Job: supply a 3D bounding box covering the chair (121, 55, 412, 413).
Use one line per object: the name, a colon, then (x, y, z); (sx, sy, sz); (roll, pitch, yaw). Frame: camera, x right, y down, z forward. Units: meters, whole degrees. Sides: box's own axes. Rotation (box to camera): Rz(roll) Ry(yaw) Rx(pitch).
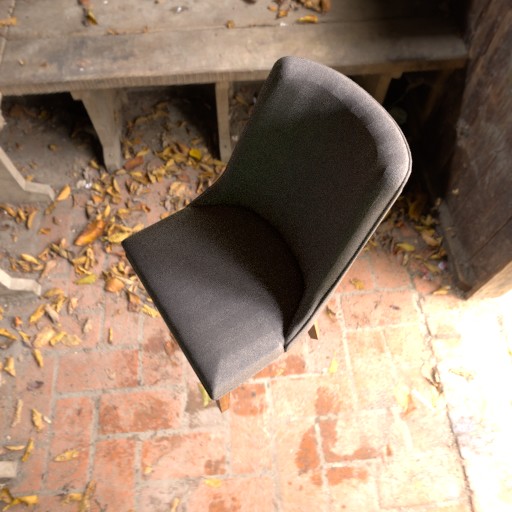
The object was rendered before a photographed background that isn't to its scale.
chair: (0.000, 0.000, 1.298); (0.636, 0.916, 0.548); (-31, 67, -14)
